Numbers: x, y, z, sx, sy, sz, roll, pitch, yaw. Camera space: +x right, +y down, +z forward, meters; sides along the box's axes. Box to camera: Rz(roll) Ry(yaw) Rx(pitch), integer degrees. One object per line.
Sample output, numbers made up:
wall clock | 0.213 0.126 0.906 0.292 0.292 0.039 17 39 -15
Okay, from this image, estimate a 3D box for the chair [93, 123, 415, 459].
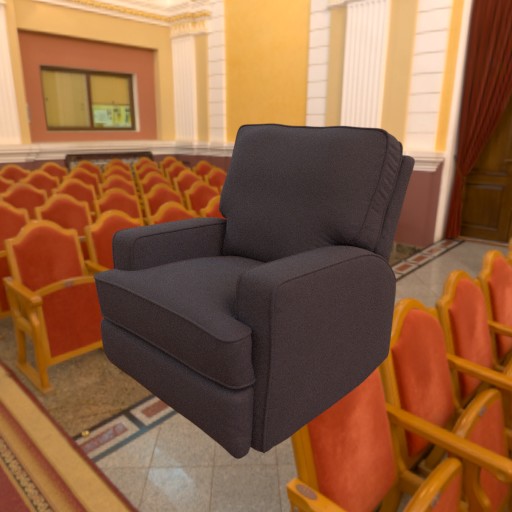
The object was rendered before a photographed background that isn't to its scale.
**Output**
chair | 0.000 0.000 1.679 0.861 0.962 0.964 16 23 42
